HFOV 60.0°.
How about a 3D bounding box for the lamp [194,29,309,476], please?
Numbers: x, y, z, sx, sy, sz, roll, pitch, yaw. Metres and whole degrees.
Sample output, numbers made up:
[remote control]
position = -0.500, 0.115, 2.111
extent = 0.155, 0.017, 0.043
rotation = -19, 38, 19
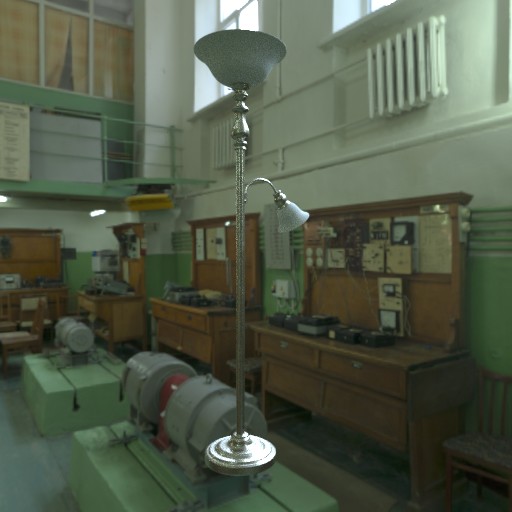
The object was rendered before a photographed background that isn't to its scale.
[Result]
[lamp]
position = 0.000, 0.000, 1.998
extent = 0.575, 1.785, 0.405
rotation = 0, 1, -36
